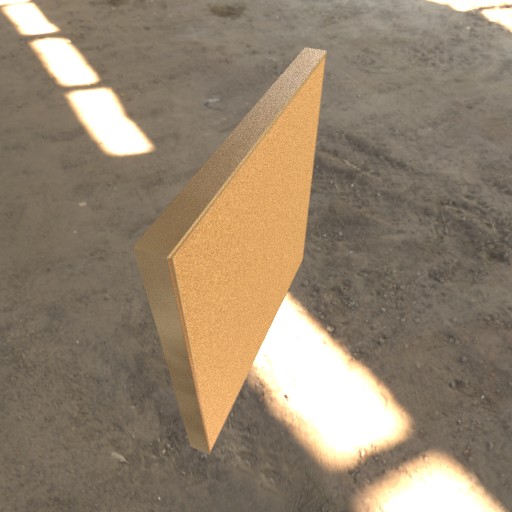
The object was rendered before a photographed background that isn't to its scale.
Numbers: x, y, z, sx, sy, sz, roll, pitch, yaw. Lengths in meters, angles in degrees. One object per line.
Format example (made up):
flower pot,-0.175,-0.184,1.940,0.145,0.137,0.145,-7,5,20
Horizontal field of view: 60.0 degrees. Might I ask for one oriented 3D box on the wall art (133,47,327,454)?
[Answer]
wall art,0.000,0.000,0.766,0.038,0.511,0.513,17,49,16
